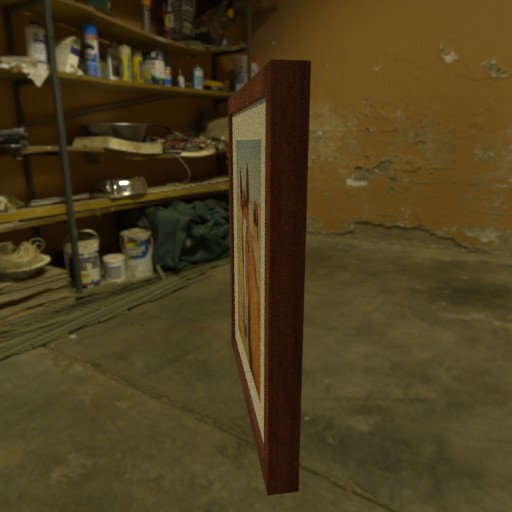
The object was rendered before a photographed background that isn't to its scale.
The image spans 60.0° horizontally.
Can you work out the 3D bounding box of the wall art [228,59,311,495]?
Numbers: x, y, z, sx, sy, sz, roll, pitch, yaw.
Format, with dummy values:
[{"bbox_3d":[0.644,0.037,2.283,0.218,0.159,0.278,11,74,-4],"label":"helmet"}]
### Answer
[{"bbox_3d":[0.000,0.000,0.530,0.030,0.381,0.330,-2,15,-9],"label":"wall art"}]
